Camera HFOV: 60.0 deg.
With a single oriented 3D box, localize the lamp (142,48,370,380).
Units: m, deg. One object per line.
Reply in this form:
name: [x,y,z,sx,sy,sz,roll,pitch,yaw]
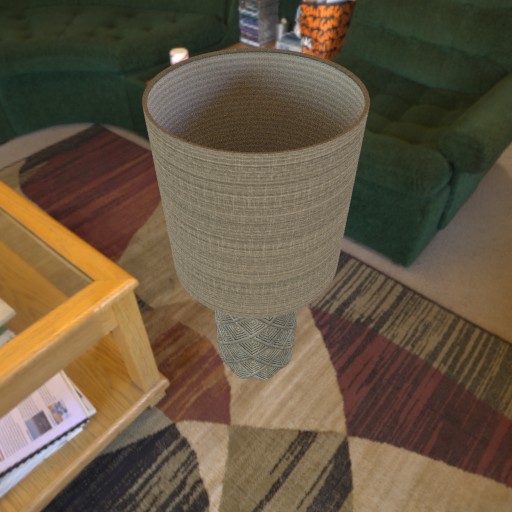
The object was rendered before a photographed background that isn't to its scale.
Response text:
lamp: [0.000,0.000,0.734,0.269,0.566,0.268,16,48,15]
